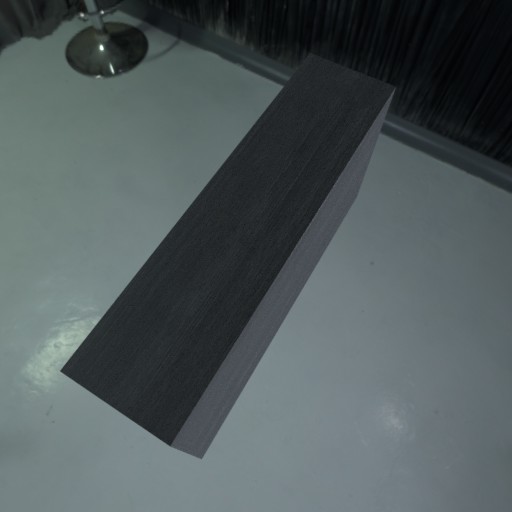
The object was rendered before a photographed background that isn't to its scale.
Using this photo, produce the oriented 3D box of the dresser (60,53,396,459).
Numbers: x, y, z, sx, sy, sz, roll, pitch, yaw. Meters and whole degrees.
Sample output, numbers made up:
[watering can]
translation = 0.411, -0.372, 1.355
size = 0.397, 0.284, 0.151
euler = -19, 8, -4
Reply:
[dresser]
translation = 0.000, 0.000, 1.920
size = 0.400, 0.795, 1.590
euler = 28, 66, 13
